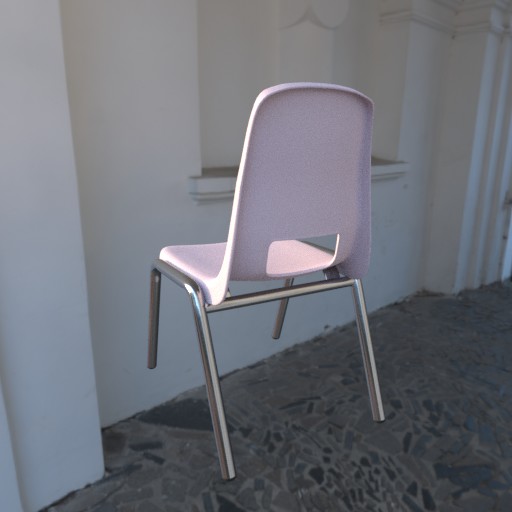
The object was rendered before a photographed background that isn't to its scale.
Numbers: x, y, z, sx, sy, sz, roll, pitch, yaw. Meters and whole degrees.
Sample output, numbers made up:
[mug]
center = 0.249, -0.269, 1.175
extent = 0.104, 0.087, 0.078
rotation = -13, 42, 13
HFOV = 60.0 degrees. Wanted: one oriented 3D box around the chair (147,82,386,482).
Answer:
[chair]
center = 0.000, 0.000, 0.853
extent = 0.354, 0.586, 0.423
rotation = -8, 17, -27
